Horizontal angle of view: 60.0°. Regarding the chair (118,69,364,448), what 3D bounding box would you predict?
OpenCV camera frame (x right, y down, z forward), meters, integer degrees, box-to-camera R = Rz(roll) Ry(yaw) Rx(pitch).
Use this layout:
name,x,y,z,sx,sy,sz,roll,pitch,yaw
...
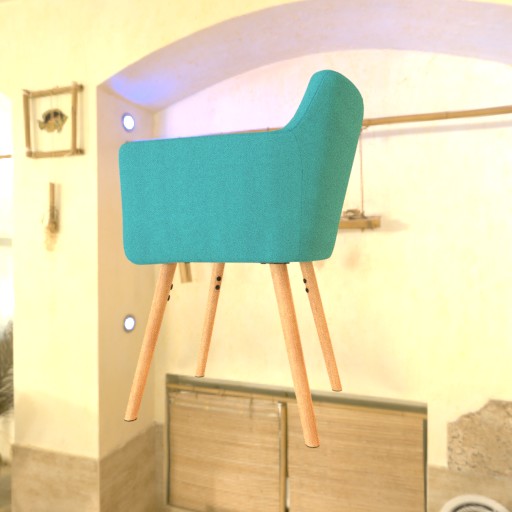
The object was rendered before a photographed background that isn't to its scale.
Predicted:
name,x,y,z,sx,sy,sz,roll,pitch,yaw
chair,0.000,0.000,1.153,0.540,0.780,0.570,0,1,18
